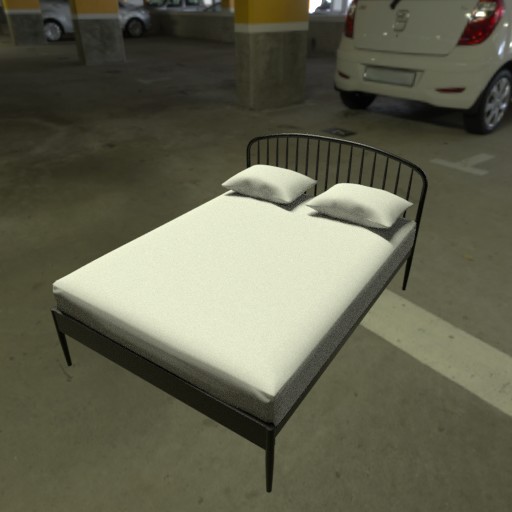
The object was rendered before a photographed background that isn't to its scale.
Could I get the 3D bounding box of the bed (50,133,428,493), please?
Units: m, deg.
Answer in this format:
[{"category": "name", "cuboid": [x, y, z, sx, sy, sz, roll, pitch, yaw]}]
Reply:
[{"category": "bed", "cuboid": [0.000, 0.000, 3.051, 1.618, 1.166, 2.159, 18, 35, 29]}]
